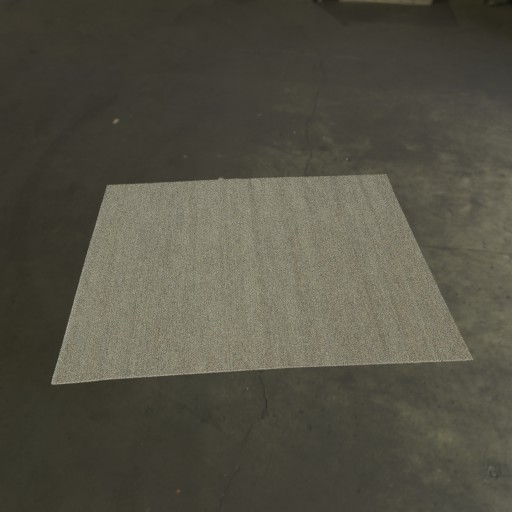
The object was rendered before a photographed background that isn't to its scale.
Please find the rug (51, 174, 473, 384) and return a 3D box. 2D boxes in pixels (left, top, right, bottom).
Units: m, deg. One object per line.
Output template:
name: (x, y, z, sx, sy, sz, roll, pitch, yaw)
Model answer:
rug: (0.000, 0.000, 4.740, 3.626, 0.051, 2.757, -3, 46, -2)
